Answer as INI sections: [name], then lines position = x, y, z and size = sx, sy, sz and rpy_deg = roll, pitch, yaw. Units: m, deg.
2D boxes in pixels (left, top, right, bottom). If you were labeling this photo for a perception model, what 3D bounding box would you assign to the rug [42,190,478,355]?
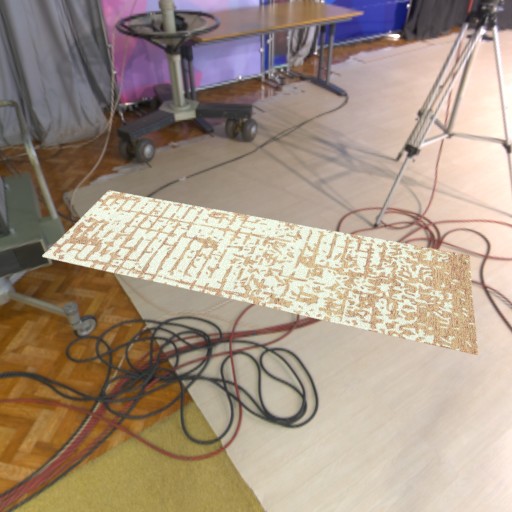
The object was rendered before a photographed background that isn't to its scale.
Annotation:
[rug]
position = 0.000, 0.000, 2.640
size = 2.435, 0.011, 0.750
rpy_deg = 11, 43, 13
